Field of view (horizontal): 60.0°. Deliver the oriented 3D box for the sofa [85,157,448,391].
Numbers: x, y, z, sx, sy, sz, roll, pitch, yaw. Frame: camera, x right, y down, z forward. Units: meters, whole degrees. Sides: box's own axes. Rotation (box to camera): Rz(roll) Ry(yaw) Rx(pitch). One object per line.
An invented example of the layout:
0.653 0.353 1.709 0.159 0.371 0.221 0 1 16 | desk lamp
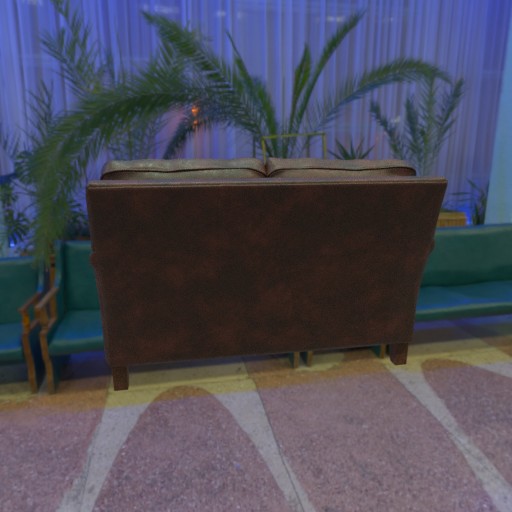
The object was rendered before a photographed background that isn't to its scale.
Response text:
0.000 0.000 2.435 1.628 1.070 1.148 -3 15 -10 | sofa
